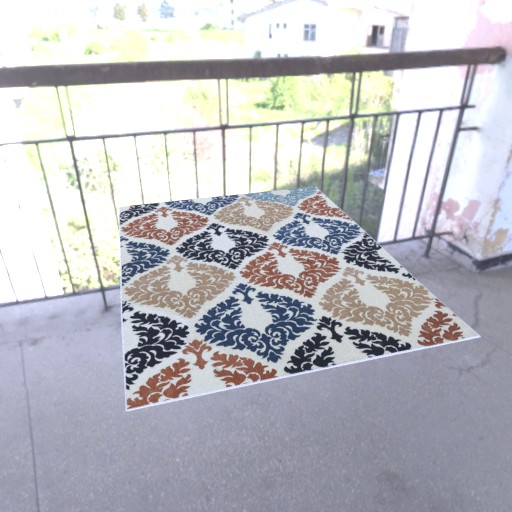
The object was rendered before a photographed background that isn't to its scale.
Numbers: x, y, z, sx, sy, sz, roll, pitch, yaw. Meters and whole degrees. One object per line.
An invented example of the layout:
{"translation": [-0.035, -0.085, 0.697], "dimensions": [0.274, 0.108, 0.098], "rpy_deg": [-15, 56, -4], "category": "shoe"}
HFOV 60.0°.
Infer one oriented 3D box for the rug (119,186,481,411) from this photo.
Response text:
{"translation": [0.000, 0.000, 4.084], "dimensions": [2.423, 0.014, 3.040], "rpy_deg": [-8, 31, -14], "category": "rug"}
